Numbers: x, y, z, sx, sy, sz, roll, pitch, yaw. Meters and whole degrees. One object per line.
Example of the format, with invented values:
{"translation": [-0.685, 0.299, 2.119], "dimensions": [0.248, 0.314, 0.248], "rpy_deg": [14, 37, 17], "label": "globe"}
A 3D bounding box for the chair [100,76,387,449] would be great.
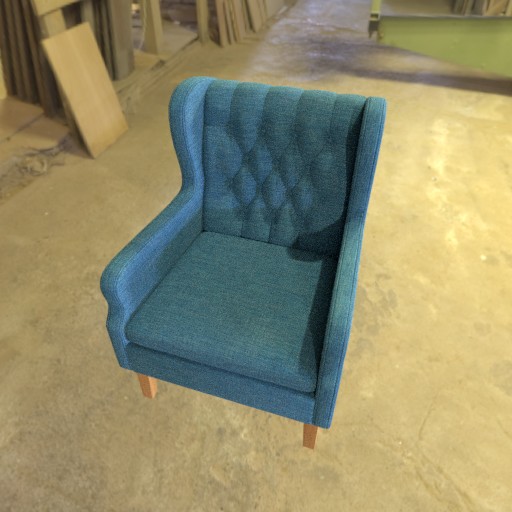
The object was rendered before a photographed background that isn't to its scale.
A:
{"translation": [0.000, 0.000, 1.491], "dimensions": [0.711, 0.952, 0.775], "rpy_deg": [12, 42, 14], "label": "chair"}
